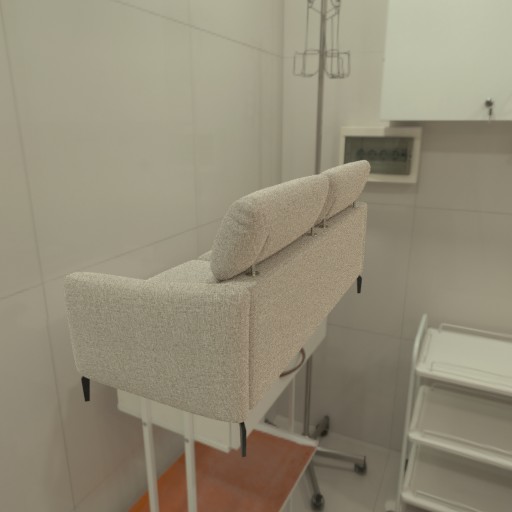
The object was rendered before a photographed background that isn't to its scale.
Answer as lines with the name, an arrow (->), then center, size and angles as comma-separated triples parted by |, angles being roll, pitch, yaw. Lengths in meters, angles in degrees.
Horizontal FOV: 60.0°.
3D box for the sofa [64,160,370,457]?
sofa -> 0.000, 0.000, 2.469 | 0.856, 0.956, 2.015 | 8, 18, 25
